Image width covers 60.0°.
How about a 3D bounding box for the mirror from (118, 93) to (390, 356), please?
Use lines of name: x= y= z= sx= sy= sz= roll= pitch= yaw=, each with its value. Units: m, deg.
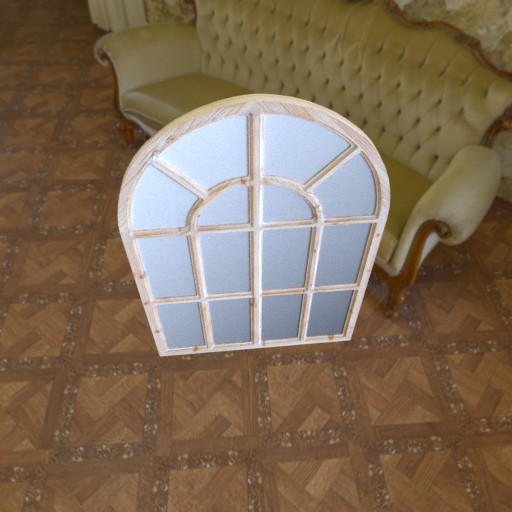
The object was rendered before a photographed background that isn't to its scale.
mirror: x=0.000 y=0.000 z=1.198 sx=0.660 sy=0.920 sz=0.032 roll=-4 pitch=48 yaw=-4
